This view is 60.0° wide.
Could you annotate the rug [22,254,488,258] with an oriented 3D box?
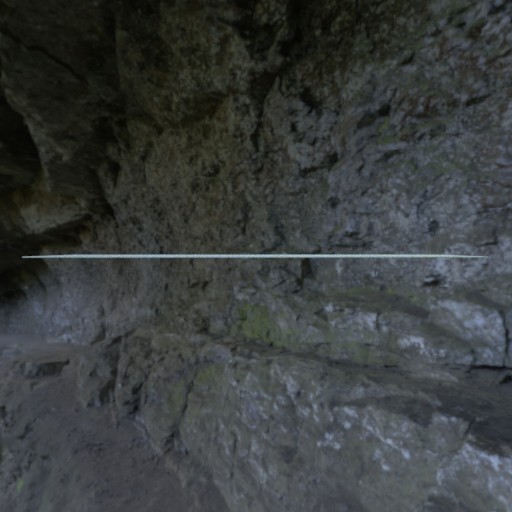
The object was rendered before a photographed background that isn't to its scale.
[{"bbox_3d":[0.000,0.000,2.661,2.437,0.006,0.686,0,1,-1],"label":"rug"}]
